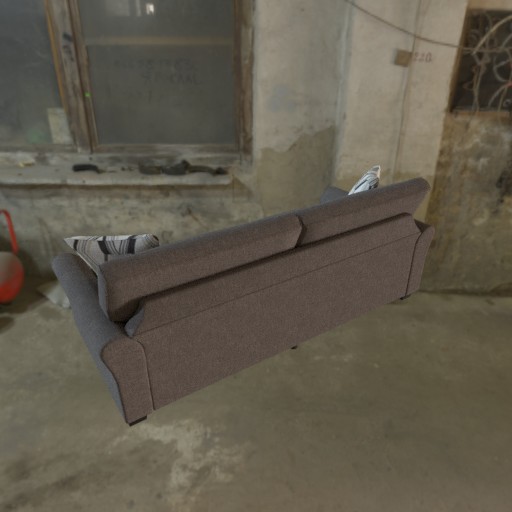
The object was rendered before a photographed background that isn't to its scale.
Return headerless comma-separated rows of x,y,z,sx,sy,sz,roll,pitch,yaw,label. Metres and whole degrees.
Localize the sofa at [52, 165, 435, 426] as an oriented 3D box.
0.000,0.000,2.552,2.032,0.813,0.889,-18,33,-29,sofa
